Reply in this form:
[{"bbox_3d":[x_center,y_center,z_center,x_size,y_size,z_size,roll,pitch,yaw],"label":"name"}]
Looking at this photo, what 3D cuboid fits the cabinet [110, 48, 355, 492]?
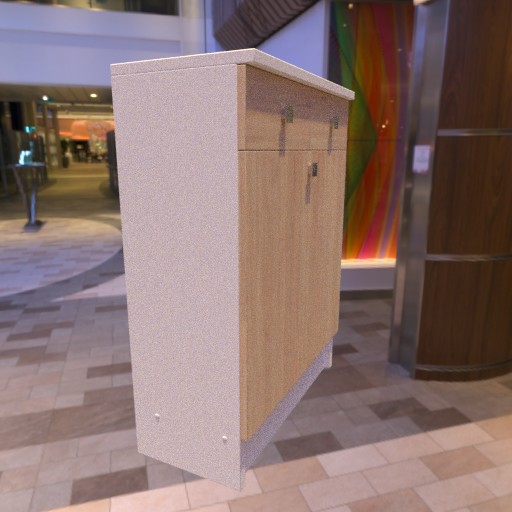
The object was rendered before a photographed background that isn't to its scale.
[{"bbox_3d":[0.000,0.000,1.098,0.296,0.815,0.600,7,15,26],"label":"cabinet"}]
